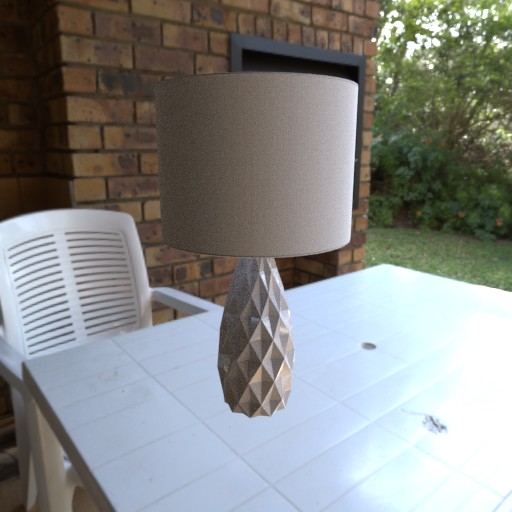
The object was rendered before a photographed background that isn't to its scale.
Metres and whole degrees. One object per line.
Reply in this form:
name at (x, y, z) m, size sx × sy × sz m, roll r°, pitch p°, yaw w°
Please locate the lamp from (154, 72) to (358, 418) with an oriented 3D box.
lamp at (0.000, 0.000, 0.720) m, size 0.297 × 0.522 × 0.297 m, roll 0°, pitch 14°, yaw 0°
